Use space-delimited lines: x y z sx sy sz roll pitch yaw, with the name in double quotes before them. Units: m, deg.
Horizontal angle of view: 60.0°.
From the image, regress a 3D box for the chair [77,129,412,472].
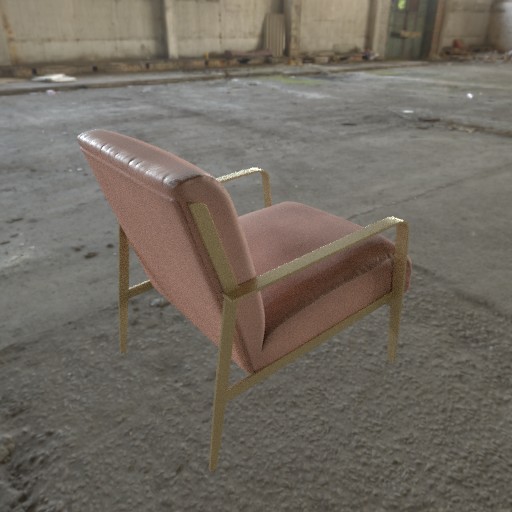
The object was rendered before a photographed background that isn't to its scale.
"chair" 0.000 0.000 1.457 0.848 0.823 0.701 -19 32 -33
